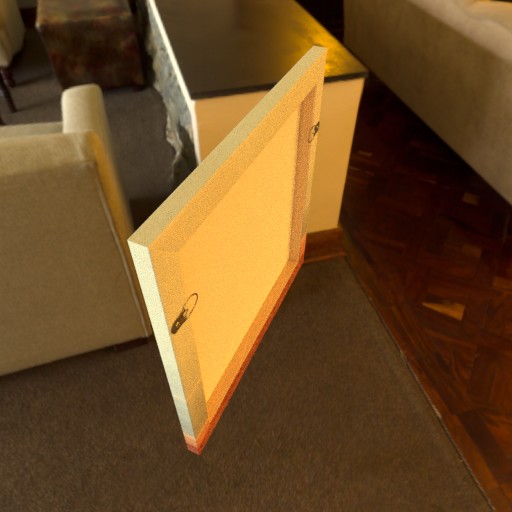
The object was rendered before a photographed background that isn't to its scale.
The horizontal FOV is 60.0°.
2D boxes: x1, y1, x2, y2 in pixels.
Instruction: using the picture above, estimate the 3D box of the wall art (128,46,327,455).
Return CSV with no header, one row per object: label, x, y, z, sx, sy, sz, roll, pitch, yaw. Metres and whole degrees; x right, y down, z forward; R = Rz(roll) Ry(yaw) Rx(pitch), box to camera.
wall art,0.000,0.000,0.890,0.034,0.605,0.605,18,49,17
